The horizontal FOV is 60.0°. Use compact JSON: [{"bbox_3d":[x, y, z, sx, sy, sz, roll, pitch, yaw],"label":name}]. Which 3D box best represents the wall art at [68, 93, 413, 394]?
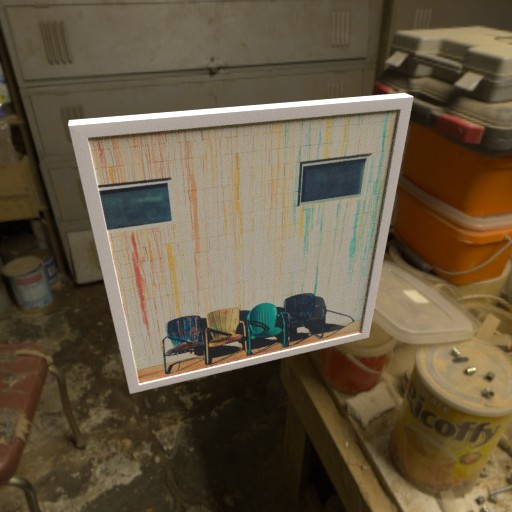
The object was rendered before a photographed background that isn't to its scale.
[{"bbox_3d":[0.000,0.000,1.159,0.760,0.760,0.036,-10,34,-15],"label":"wall art"}]
